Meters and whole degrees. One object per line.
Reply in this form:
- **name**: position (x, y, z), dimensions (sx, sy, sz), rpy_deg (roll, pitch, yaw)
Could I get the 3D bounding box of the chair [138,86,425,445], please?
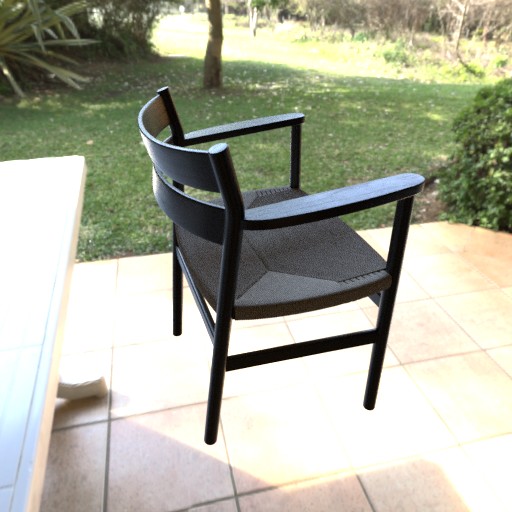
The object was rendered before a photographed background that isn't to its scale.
- **chair**: position (0.000, 0.000, 1.166), dimensions (0.508, 0.775, 0.630), rpy_deg (-10, 32, -17)
